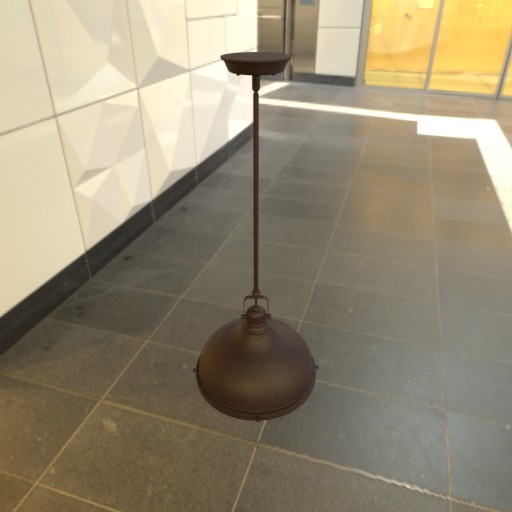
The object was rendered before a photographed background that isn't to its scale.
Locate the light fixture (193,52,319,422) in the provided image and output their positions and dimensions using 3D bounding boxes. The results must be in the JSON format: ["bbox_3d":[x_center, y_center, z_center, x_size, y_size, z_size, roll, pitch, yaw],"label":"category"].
[{"bbox_3d":[0.000,0.000,1.025,0.341,0.849,0.341,-1,31,-2],"label":"light fixture"}]
